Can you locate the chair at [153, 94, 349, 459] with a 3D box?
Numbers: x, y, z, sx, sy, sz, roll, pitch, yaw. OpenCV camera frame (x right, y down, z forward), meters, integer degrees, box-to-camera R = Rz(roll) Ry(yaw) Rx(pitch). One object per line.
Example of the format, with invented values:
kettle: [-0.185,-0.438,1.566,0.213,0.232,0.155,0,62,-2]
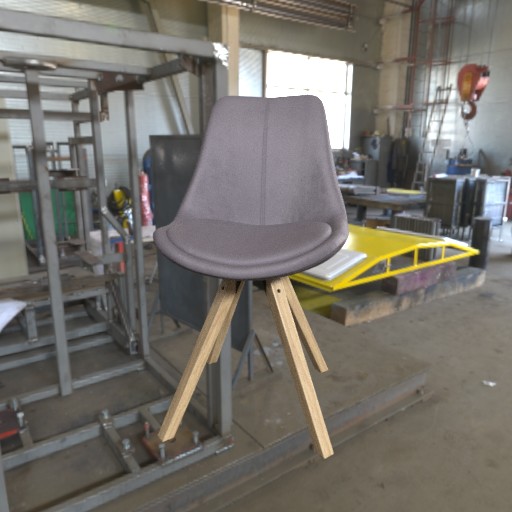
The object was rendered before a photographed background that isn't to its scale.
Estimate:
chair: [0.000,0.000,1.188,0.483,0.865,0.547,2,14,9]
